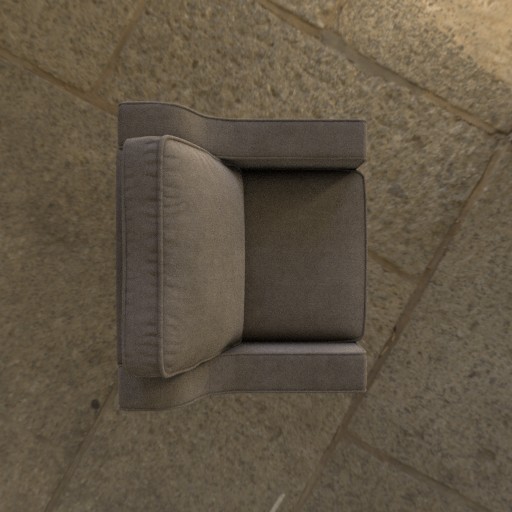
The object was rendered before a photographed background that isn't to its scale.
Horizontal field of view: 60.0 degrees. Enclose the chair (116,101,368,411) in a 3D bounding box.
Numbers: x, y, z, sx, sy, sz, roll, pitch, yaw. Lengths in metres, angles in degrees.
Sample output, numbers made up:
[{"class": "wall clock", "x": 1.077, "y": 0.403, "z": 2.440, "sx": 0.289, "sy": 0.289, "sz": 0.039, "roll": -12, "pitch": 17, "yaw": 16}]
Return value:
[{"class": "chair", "x": 0.000, "y": 0.000, "z": 1.616, "sx": 0.840, "sy": 0.944, "sz": 0.926, "roll": 0, "pitch": 90, "yaw": 0}]
